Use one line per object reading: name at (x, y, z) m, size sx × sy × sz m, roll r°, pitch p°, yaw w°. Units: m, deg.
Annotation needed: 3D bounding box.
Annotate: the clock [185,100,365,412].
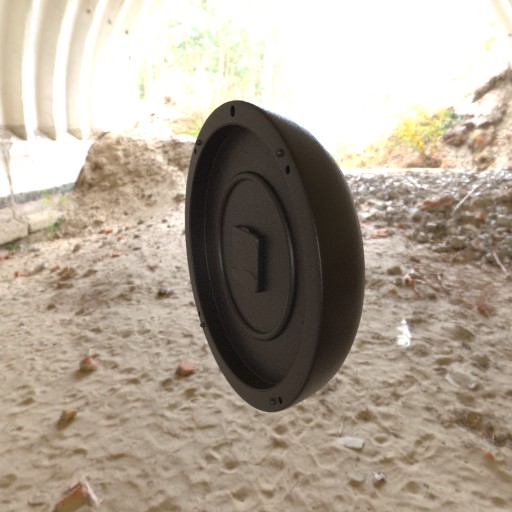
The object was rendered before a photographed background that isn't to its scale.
clock at (0.000, 0.000, 0.454) m, size 0.060 × 0.300 × 0.300 m, roll -8°, pitch 17°, yaw -26°
